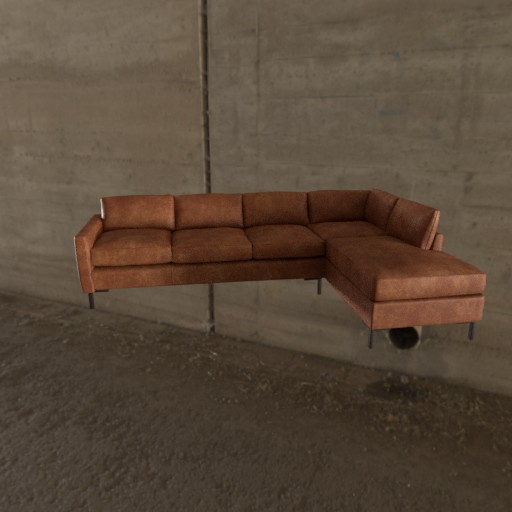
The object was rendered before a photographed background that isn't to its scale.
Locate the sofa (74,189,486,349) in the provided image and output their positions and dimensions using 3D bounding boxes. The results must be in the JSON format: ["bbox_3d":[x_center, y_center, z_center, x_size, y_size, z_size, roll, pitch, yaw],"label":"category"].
[{"bbox_3d":[0.000,0.000,3.775,2.984,0.877,1.938,-3,17,-9],"label":"sofa"}]
